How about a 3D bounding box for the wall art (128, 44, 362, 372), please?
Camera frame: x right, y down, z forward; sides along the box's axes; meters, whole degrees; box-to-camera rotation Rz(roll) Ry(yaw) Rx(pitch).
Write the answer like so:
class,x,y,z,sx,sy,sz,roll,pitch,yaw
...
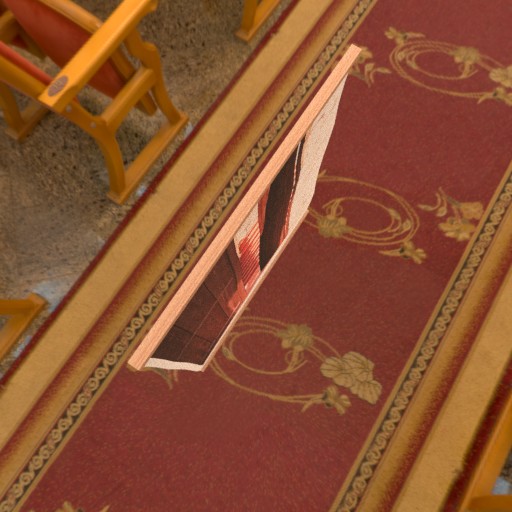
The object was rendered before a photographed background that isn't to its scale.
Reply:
class,x,y,z,sx,sy,sz,roll,pitch,yaw
wall art,0.000,0.000,0.687,0.013,0.508,0.406,32,77,8
